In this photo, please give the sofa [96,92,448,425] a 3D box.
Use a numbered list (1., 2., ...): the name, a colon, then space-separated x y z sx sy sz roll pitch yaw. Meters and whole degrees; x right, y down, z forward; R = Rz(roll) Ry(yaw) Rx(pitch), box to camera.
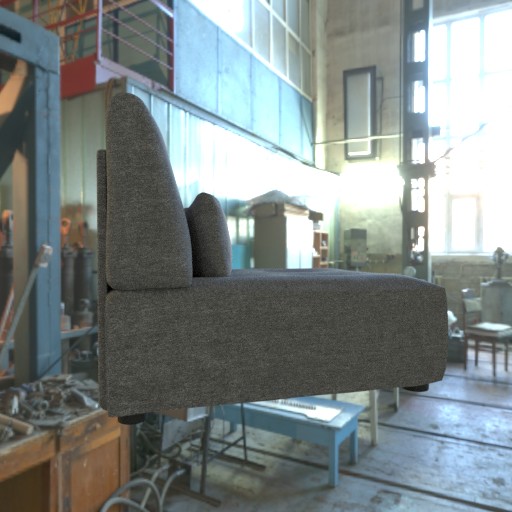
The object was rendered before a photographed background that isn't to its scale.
1. sofa: 0.000 0.000 1.523 1.000 0.820 0.700 0 1 -16
